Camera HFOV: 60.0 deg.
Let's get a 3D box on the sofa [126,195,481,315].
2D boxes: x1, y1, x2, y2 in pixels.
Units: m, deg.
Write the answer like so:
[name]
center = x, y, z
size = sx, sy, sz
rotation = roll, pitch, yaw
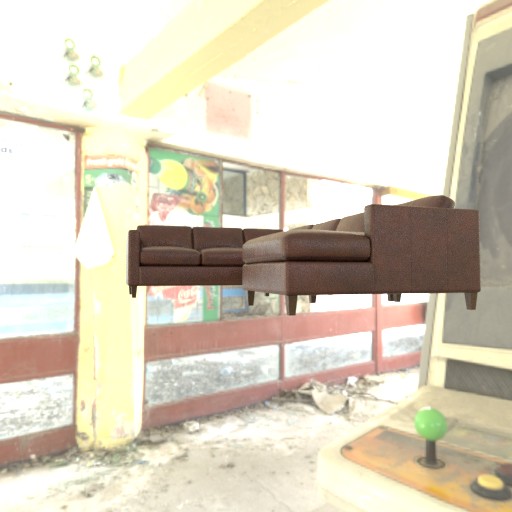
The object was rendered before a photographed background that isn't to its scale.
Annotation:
[sofa]
center = 0.000, 0.000, 4.491
size = 2.452, 0.891, 3.324
rotation = 1, -2, -18
